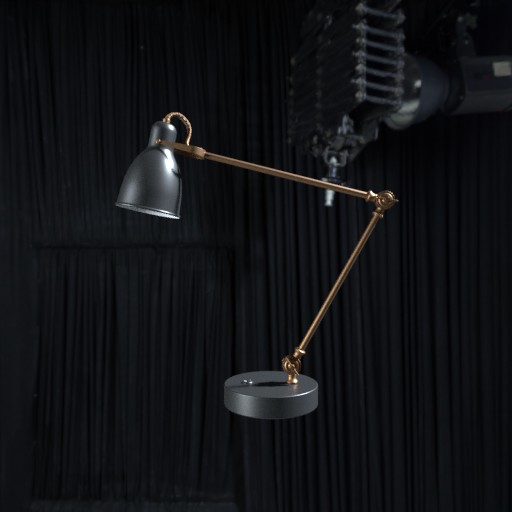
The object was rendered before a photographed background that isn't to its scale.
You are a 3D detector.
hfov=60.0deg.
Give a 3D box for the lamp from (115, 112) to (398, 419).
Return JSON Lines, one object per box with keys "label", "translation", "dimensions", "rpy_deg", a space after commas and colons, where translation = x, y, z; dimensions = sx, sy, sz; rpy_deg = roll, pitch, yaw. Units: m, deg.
{"label": "lamp", "translation": [0.000, 0.000, 0.890], "dimensions": [0.561, 0.587, 0.187], "rpy_deg": [0, 0, 0]}
